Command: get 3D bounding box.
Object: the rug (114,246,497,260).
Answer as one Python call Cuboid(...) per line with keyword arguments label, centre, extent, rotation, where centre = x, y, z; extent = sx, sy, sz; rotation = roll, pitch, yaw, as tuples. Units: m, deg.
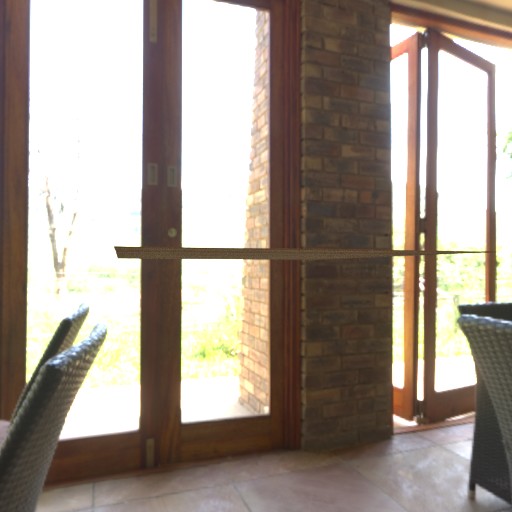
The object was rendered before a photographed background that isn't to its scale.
Cuboid(label="rug", centre=(0.000, 0.000, 4.049), extent=(2.436, 0.011, 3.045), rotation=(0, -2, -17))
